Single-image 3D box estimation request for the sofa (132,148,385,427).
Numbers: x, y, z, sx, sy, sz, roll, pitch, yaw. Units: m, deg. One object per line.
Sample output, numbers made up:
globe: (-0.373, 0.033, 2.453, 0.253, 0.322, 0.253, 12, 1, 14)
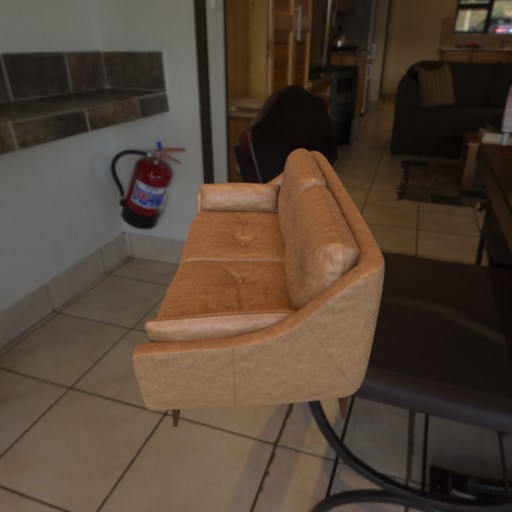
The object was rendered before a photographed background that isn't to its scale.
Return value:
sofa: (0.000, 0.000, 2.399, 0.904, 0.839, 1.902, 0, 25, 0)
